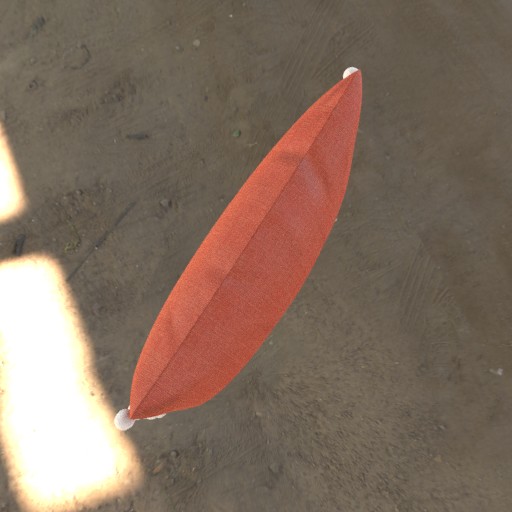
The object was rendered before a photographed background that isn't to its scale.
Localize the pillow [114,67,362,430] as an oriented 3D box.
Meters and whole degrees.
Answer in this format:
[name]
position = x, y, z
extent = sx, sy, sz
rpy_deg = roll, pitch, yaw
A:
[pillow]
position = 0.000, 0.000, 0.821
extent = 0.201, 0.322, 0.709
rpy_deg = 31, 78, 8
